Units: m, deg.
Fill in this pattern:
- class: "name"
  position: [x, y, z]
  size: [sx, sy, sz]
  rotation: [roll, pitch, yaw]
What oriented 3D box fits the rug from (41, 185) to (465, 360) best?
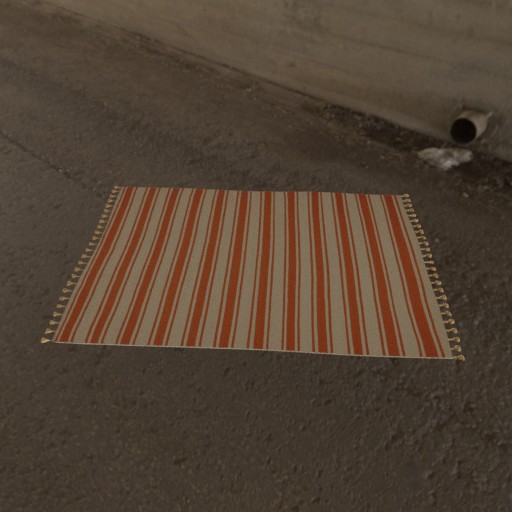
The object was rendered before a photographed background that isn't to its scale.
- class: "rug"
  position: [0.000, 0.000, 3.065]
  size: [2.433, 0.022, 1.556]
  rotation: [2, 44, 2]
